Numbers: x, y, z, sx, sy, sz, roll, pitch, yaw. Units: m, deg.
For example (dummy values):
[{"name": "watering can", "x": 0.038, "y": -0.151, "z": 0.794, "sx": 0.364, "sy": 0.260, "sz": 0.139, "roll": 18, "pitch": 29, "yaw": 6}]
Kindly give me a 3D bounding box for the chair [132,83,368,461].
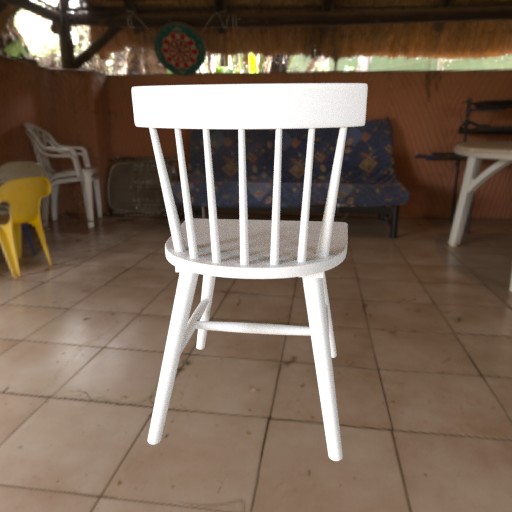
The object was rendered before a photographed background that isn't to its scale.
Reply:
[{"name": "chair", "x": 0.000, "y": 0.000, "z": 1.130, "sx": 0.483, "sy": 0.787, "sz": 0.500, "roll": 2, "pitch": 15, "yaw": 7}]
